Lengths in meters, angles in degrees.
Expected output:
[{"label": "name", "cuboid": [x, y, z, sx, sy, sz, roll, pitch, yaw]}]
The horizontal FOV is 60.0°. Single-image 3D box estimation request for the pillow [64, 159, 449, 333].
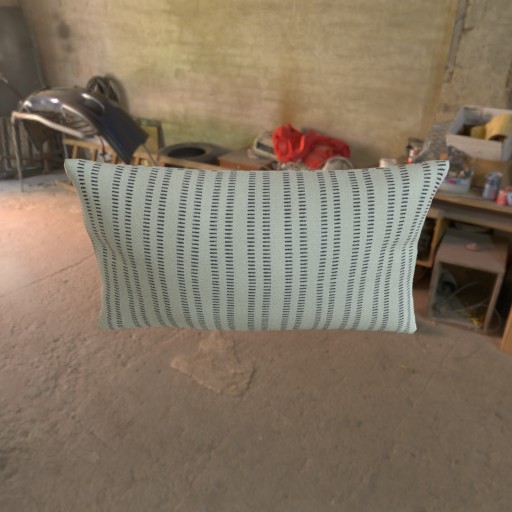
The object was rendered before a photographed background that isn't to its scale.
[{"label": "pillow", "cuboid": [0.000, 0.000, 0.801, 0.640, 0.353, 0.210, 1, 29, 1]}]
